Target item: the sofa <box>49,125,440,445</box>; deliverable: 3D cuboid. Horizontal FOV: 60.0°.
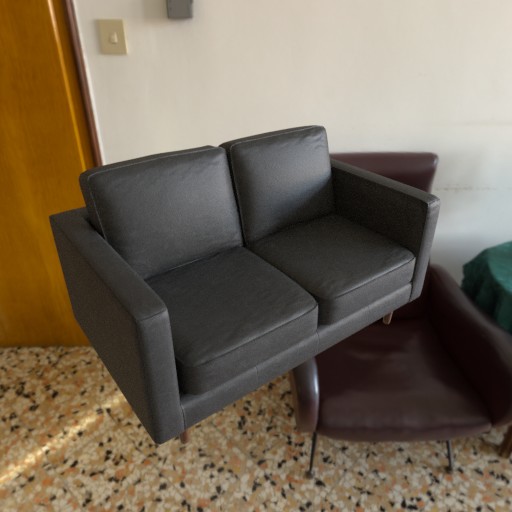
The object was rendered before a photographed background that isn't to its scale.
[{"bbox_3d":[0.000,0.000,1.960,1.430,0.899,0.879,-21,36,-31],"label":"sofa"}]
